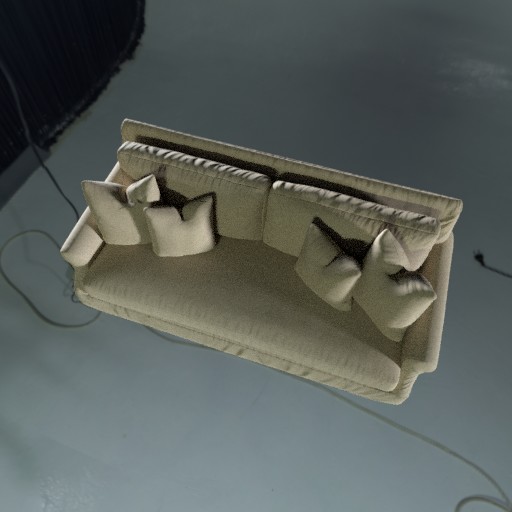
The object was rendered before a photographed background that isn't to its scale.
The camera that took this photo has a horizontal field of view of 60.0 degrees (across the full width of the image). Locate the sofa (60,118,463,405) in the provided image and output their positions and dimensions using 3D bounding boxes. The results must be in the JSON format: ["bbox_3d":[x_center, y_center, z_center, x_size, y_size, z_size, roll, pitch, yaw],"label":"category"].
[{"bbox_3d":[0.000,0.000,2.772,2.285,0.904,1.067,16,59,10],"label":"sofa"}]
